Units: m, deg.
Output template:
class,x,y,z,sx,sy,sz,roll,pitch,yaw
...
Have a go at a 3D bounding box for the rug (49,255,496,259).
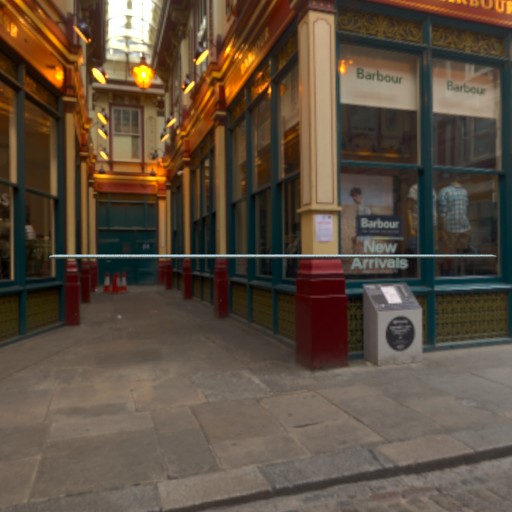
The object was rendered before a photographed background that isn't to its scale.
class,x,y,z,sx,sy,sz,roll,pitch,yaw
rug,0.000,0.000,2.782,2.205,0.014,1.589,0,0,-19
